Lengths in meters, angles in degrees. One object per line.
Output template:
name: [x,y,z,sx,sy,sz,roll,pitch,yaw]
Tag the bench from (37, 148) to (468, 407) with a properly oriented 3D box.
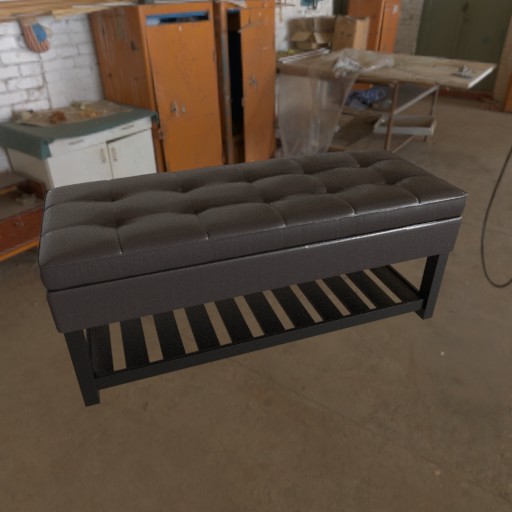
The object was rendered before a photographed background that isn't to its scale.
bench: [0.000,0.000,1.334,1.105,0.460,0.432,-11,33,-16]
